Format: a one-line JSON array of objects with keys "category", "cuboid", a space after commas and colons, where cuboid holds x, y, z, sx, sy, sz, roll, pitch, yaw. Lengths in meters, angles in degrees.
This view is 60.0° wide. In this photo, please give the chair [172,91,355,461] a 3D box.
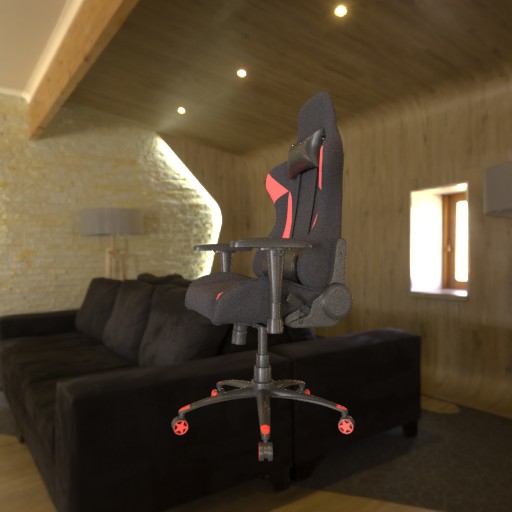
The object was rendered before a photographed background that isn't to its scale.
[{"category": "chair", "cuboid": [0.000, 0.000, 1.760, 0.658, 1.326, 0.695, 0, 0, -19]}]
